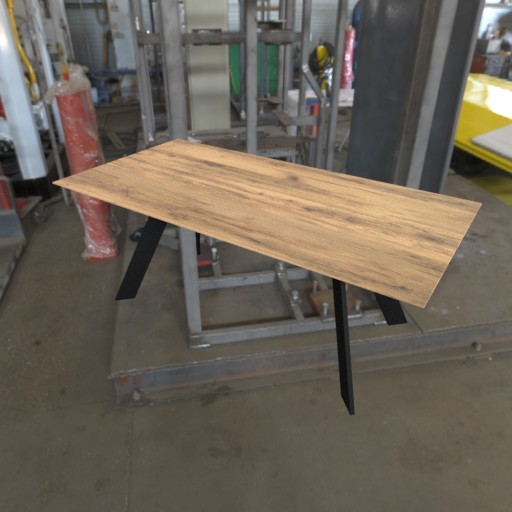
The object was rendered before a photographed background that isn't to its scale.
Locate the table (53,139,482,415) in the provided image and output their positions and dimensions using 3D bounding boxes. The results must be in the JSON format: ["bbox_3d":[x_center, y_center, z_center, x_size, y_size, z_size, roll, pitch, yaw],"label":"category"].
[{"bbox_3d":[0.000,0.000,2.493,2.000,0.770,1.000,19,36,28],"label":"table"}]
